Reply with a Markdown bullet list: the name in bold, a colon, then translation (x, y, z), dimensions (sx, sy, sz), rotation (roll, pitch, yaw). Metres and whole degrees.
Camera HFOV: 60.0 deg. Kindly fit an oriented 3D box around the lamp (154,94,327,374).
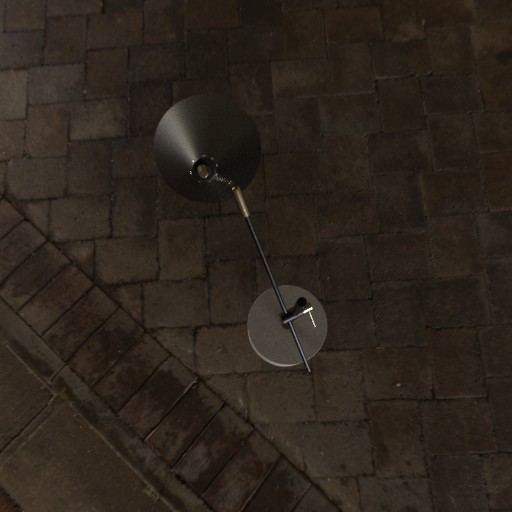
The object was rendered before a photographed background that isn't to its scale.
- **lamp**: translation (0.000, 0.000, 0.714), dimensions (0.214, 0.518, 0.403), rotation (-16, 76, -4)
